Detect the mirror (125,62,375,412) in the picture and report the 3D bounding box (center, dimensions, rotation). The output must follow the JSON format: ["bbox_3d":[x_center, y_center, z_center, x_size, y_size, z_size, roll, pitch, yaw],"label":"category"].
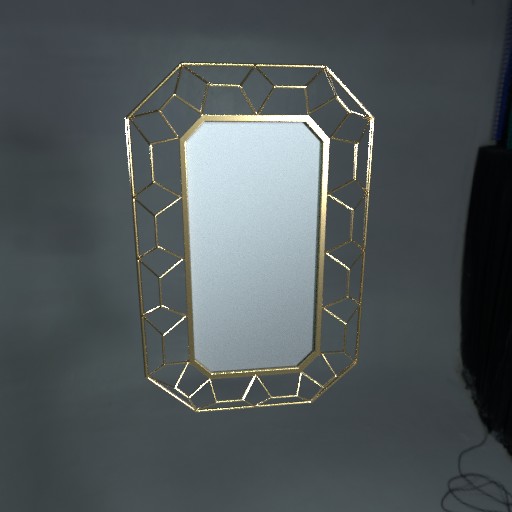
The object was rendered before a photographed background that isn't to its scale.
[{"bbox_3d":[0.000,0.000,1.074,0.572,0.870,0.051,-2,16,-8],"label":"mirror"}]
